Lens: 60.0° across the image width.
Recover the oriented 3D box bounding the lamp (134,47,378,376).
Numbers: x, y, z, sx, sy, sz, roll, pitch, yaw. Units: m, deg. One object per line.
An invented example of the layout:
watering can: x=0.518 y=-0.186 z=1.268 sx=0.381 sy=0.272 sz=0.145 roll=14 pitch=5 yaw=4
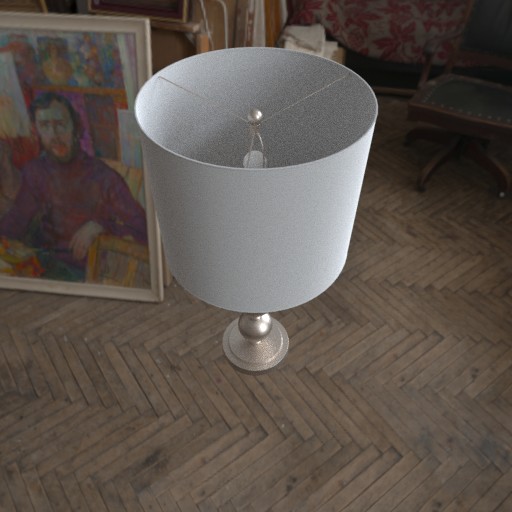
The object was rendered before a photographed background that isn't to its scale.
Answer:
lamp: x=0.000 y=0.000 z=0.705 sx=0.277 sy=0.538 sz=0.277 roll=-23 pitch=51 yaw=-20
